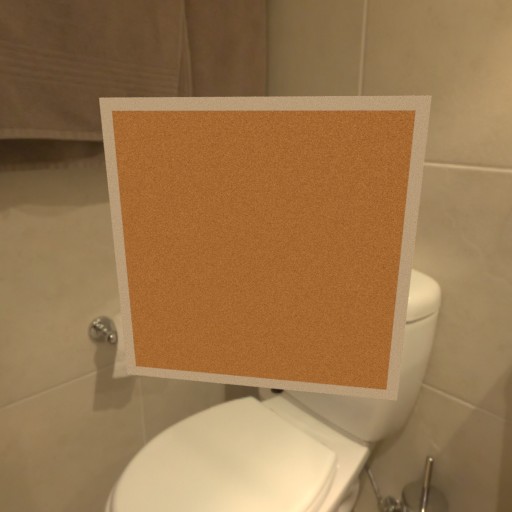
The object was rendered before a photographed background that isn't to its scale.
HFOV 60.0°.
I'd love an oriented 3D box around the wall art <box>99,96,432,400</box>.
[{"bbox_3d":[0.000,0.000,0.676,0.456,0.457,0.009,3,18,9],"label":"wall art"}]
